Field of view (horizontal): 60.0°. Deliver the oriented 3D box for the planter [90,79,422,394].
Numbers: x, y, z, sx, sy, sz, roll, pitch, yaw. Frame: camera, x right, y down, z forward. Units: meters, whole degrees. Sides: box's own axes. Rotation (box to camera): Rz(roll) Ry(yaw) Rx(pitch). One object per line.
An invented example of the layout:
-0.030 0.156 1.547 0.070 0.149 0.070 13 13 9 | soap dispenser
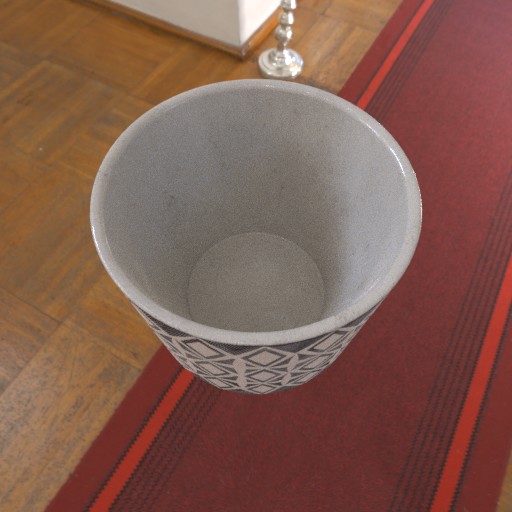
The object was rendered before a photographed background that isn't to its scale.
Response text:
0.000 0.000 0.447 0.260 0.220 0.260 0 60 0 | planter
